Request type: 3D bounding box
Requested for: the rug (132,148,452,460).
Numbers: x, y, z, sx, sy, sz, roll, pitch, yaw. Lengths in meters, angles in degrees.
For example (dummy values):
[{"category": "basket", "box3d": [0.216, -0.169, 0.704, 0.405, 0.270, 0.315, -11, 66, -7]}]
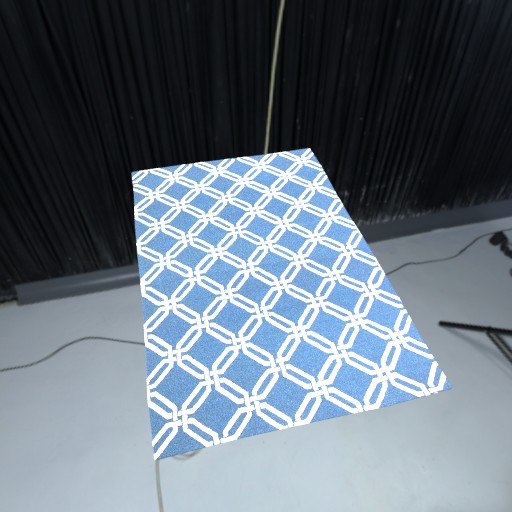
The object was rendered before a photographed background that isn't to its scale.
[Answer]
[{"category": "rug", "box3d": [0.000, 0.000, 2.207, 1.153, 0.010, 1.755, -10, 47, -9]}]
